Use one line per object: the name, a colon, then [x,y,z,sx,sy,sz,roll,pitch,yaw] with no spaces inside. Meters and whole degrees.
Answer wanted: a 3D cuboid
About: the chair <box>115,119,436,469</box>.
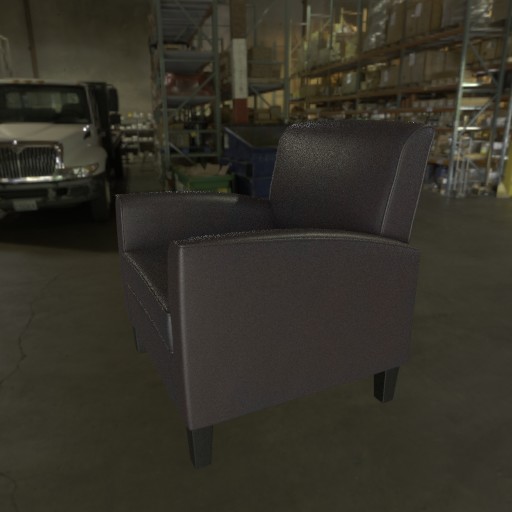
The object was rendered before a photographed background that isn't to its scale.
chair: [0.000,0.000,1.557,0.819,0.916,0.820,-8,19,-25]
